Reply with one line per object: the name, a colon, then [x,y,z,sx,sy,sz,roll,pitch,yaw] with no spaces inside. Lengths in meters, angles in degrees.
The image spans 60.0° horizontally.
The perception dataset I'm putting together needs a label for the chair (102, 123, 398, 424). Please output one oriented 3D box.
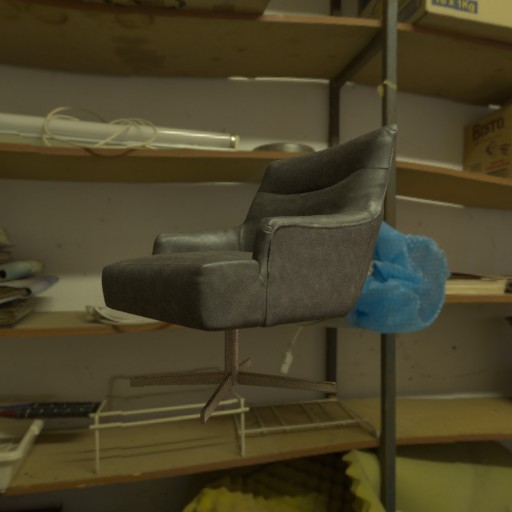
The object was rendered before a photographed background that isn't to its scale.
chair: [0.000,0.000,1.517,0.874,0.870,0.738,1,-2,-36]
